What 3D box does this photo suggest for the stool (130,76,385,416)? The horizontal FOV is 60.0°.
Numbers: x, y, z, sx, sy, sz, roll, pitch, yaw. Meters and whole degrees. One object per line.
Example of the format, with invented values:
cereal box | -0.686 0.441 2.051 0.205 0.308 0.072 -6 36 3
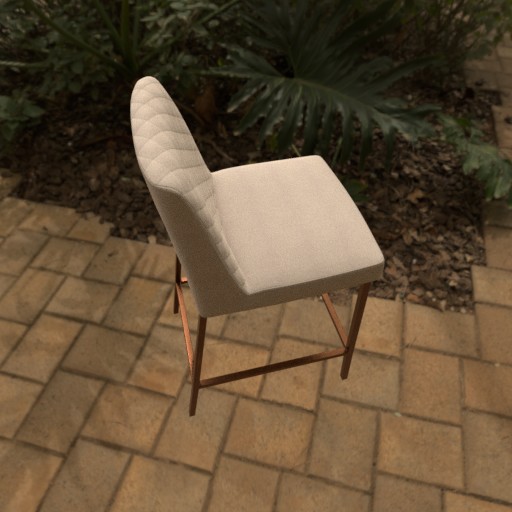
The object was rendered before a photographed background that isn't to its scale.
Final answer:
stool | 0.000 0.000 1.332 0.576 0.973 0.507 -10 48 -10
